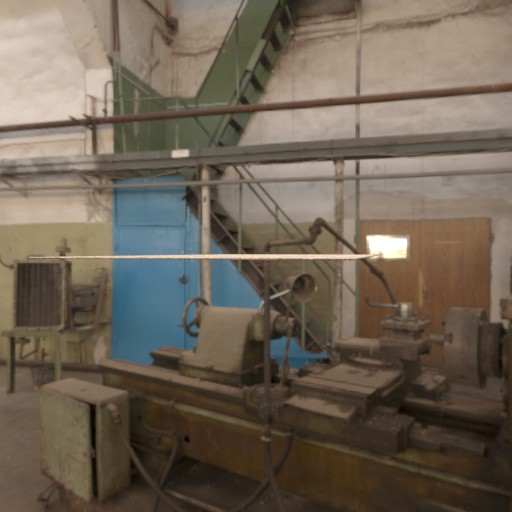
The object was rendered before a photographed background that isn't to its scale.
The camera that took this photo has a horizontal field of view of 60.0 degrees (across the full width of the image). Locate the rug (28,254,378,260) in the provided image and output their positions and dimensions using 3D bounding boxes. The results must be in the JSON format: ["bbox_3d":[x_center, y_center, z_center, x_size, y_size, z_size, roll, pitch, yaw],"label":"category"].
[{"bbox_3d":[0.000,0.000,3.059,1.546,0.010,2.442,0,1,18],"label":"rug"}]
